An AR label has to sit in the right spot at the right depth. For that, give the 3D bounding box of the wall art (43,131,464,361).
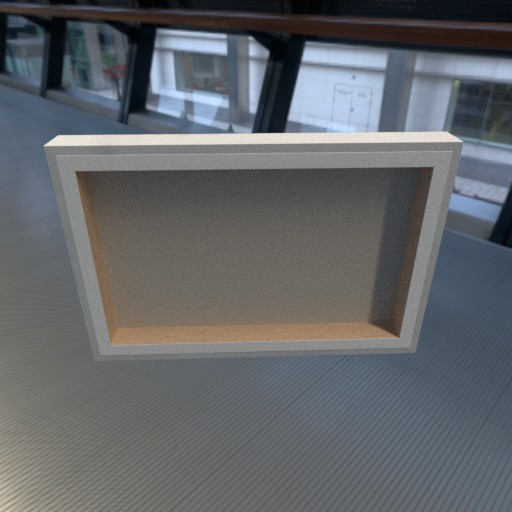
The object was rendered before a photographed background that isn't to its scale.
[{"bbox_3d":[0.000,0.000,0.480,0.381,0.254,0.038,-1,29,-2],"label":"wall art"}]
